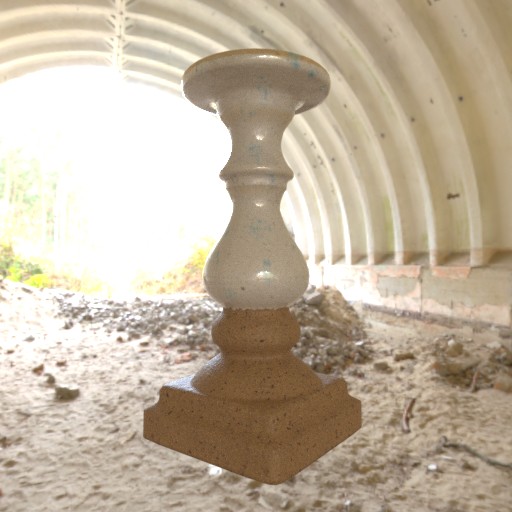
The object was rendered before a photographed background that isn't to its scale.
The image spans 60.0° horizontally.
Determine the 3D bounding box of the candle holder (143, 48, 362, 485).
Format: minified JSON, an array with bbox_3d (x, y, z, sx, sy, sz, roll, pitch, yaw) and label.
[{"bbox_3d":[0.000,0.000,0.303,0.110,0.239,0.110,-1,-1,37],"label":"candle holder"}]
